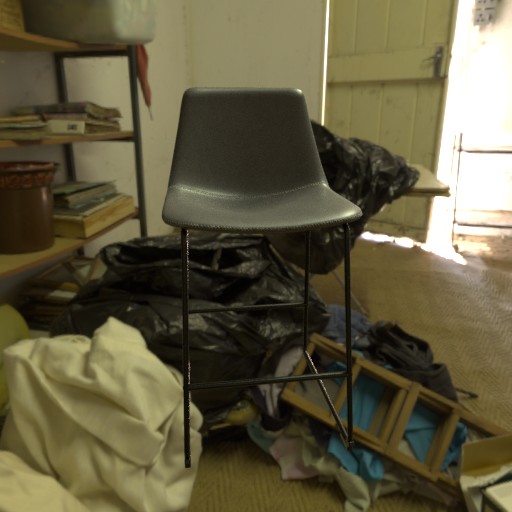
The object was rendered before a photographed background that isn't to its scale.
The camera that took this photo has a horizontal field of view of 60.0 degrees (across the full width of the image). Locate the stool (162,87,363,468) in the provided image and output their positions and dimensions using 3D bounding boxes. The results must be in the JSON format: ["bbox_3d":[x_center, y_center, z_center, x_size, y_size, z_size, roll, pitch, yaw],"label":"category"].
[{"bbox_3d":[0.000,0.000,1.194,0.470,0.876,0.546,-3,18,-8],"label":"stool"}]
